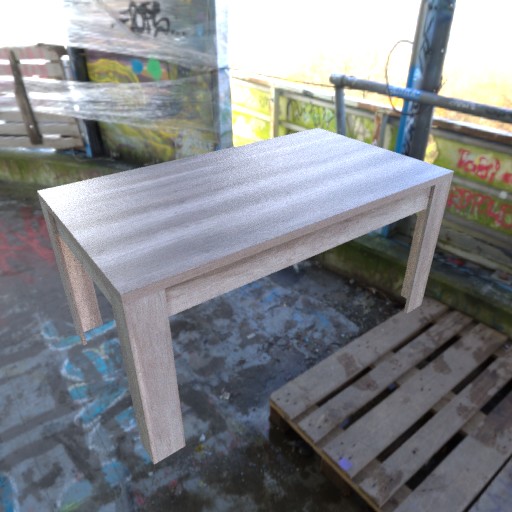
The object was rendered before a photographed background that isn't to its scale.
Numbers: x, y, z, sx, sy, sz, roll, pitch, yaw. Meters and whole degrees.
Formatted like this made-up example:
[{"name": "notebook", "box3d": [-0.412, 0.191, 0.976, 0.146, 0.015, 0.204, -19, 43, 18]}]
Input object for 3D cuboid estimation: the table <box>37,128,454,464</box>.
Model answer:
[{"name": "table", "box3d": [0.000, 0.000, 2.143, 1.600, 0.775, 0.900, -21, 37, -31]}]
